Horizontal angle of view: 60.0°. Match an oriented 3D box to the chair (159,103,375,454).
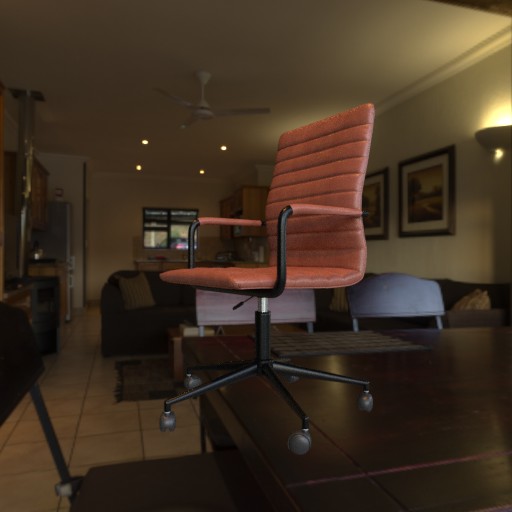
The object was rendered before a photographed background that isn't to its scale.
[{"bbox_3d":[0.000,0.000,1.257,0.578,0.878,0.600,0,0,-36],"label":"chair"}]
